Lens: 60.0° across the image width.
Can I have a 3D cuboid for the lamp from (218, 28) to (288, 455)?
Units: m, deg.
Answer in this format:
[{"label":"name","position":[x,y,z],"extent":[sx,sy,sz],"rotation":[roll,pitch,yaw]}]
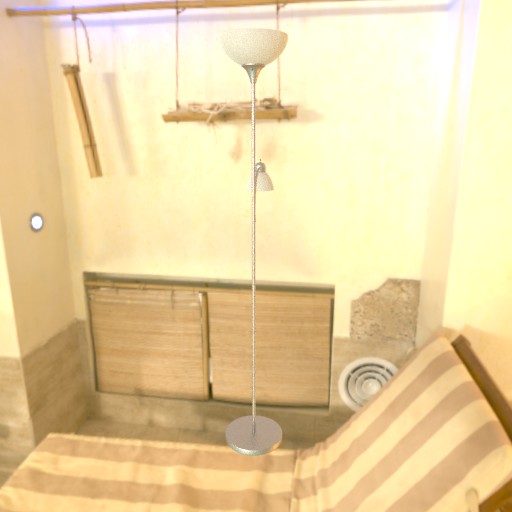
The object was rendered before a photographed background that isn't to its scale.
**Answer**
[{"label":"lamp","position":[0.000,0.000,2.025],"extent":[0.279,1.804,0.425],"rotation":[2,15,7]}]
